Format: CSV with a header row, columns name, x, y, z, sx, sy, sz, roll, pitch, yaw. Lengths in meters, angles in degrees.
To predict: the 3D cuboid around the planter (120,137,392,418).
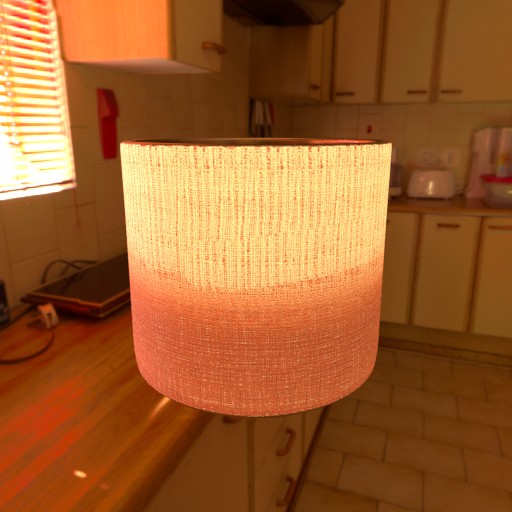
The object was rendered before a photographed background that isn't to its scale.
name,x,y,z,sx,sy,sz,roll,pitch,yaw
planter,0.000,0.000,0.395,0.221,0.201,0.221,0,16,0
